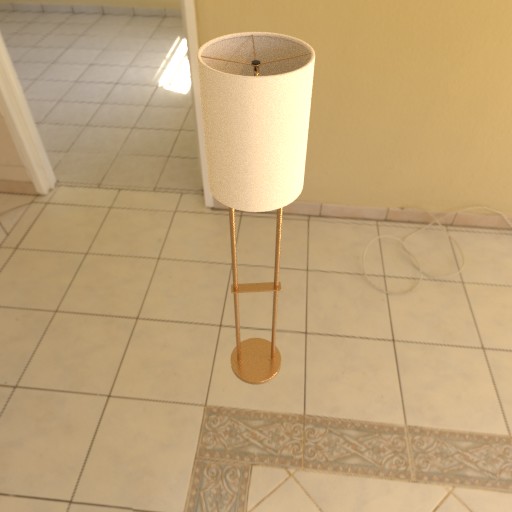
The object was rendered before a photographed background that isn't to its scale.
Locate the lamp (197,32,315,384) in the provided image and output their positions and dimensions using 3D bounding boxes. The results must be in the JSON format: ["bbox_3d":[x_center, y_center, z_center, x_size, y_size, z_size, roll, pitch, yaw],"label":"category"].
[{"bbox_3d":[0.000,0.000,1.682,0.306,1.500,0.305,-3,45,-3],"label":"lamp"}]
